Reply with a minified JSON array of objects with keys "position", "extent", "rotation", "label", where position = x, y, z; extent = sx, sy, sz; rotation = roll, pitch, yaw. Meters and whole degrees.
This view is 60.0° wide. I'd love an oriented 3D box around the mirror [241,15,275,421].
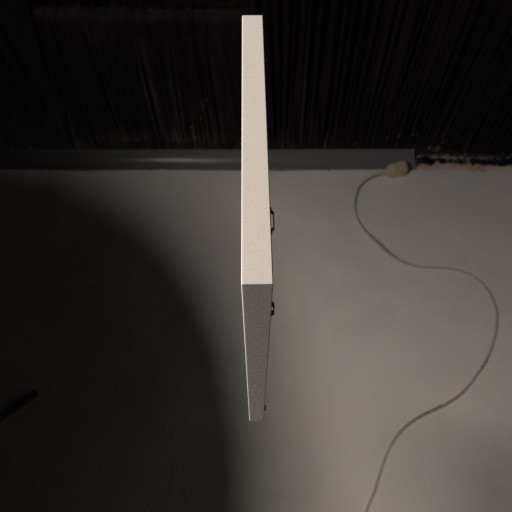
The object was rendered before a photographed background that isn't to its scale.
[{"position":[0.000,0.000,0.910],"extent":[0.039,0.710,0.507],"rotation":[-1,58,0],"label":"mirror"}]
